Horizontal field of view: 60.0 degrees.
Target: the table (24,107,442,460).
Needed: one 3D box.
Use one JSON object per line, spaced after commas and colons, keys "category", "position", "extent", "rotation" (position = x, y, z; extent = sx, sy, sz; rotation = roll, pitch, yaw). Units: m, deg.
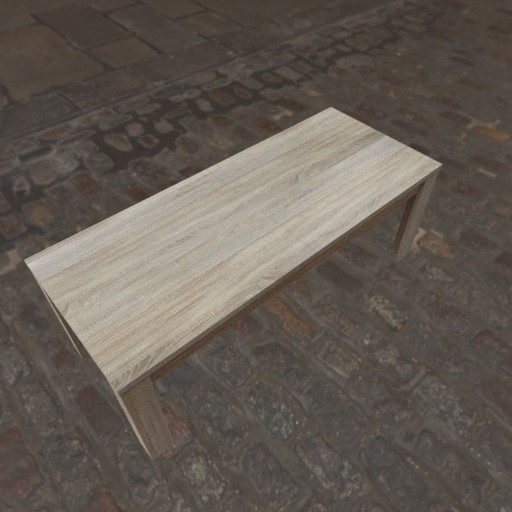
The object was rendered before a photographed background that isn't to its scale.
{"category": "table", "position": [0.000, 0.000, 2.698], "extent": [2.200, 0.790, 0.900], "rotation": [-33, 55, -26]}
